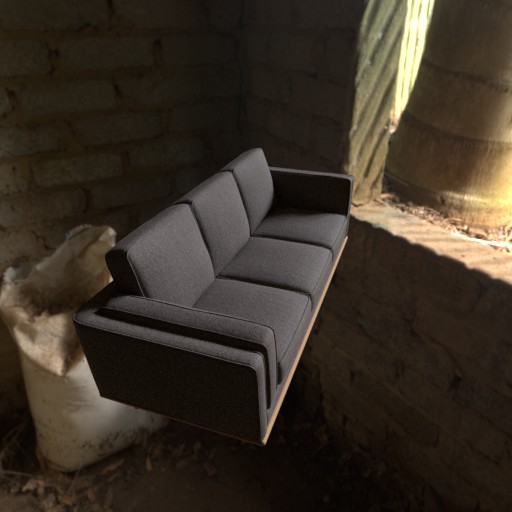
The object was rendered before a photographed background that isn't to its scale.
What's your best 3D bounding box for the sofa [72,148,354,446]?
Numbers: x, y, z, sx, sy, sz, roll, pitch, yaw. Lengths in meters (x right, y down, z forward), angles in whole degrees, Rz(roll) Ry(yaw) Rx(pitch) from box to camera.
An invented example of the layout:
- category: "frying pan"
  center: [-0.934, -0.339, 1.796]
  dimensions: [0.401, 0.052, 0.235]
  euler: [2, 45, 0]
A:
- category: "sofa"
  center: [0.000, 0.000, 2.837]
  dimensions: [0.903, 0.899, 2.362]
  euler: [10, 30, 17]
